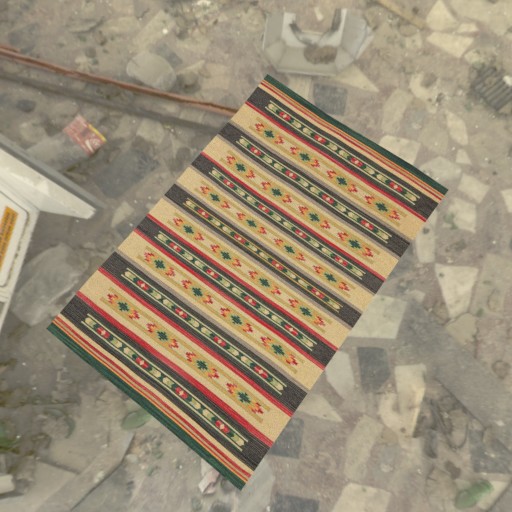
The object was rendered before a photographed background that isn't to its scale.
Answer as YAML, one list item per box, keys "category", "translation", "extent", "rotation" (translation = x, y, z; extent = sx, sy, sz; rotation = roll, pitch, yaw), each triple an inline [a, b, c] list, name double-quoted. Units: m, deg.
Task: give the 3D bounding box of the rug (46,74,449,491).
- category: "rug"
  translation: [0.000, 0.000, 2.867]
  extent: [1.522, 0.010, 2.311]
  rotation: [36, 78, 9]
